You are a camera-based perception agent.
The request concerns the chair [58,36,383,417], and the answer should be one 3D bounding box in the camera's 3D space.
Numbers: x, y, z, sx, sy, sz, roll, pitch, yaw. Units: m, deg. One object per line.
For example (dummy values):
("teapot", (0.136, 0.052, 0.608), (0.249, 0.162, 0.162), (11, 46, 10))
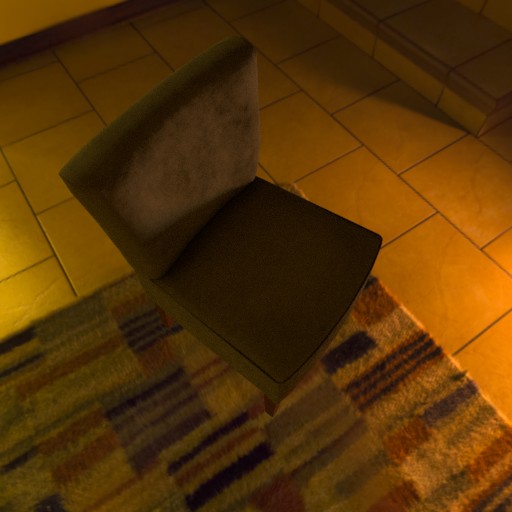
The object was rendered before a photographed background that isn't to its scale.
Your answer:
("chair", (0.000, 0.000, 1.165), (0.554, 0.806, 0.521), (32, 64, 18))
